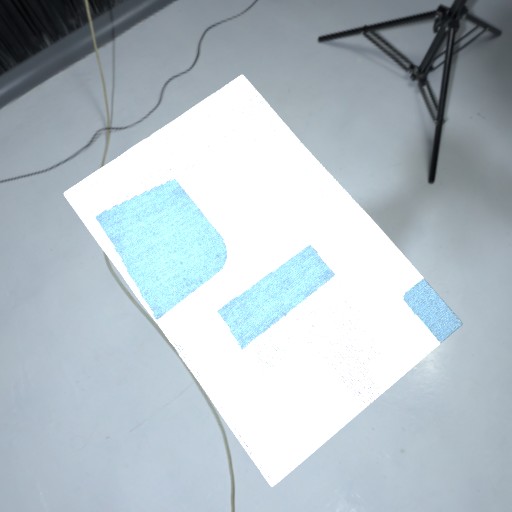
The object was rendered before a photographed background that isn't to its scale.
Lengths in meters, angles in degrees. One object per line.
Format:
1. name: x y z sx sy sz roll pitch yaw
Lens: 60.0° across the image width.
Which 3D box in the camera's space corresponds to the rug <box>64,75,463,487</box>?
1. rug: 0.000 0.000 2.335 1.238 0.020 1.847 -37 78 -9
